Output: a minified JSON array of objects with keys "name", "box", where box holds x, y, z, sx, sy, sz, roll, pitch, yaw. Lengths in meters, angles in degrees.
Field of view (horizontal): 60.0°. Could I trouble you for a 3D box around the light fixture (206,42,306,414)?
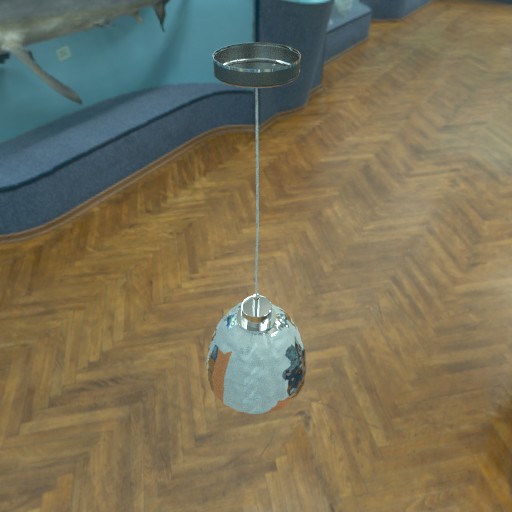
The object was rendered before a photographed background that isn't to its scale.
[{"name":"light fixture","box":[0.000,0.000,1.755,0.500,1.511,0.496,25,46,26]}]
